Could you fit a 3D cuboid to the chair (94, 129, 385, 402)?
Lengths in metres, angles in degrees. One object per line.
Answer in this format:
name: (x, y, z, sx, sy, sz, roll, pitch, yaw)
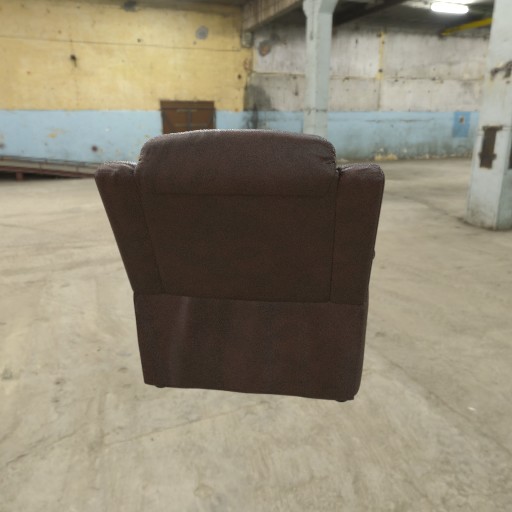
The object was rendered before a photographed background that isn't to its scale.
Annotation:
chair: (0.000, 0.000, 1.276, 0.680, 0.702, 0.707, 2, 16, 7)
